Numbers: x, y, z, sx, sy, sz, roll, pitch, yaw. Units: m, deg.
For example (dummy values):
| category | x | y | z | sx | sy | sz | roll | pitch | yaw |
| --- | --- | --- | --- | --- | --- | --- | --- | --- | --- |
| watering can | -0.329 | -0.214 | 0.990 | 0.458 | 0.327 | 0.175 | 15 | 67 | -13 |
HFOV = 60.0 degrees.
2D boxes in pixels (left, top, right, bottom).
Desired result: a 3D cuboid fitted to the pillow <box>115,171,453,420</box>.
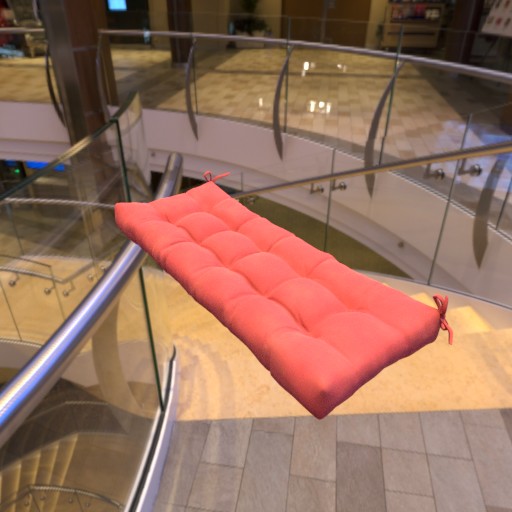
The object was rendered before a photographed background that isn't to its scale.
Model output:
| category | x | y | z | sx | sy | sz | roll | pitch | yaw |
| --- | --- | --- | --- | --- | --- | --- | --- | --- | --- |
| pillow | 0.000 | 0.000 | 1.415 | 0.511 | 0.174 | 1.194 | -21 | 37 | -31 |
